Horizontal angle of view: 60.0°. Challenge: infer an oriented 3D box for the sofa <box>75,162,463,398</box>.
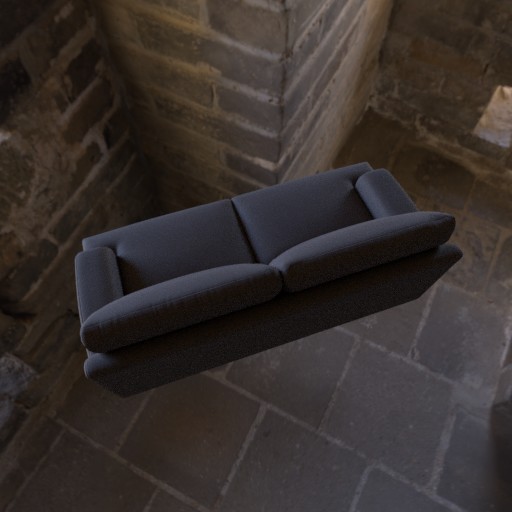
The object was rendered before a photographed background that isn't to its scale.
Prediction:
[{"bbox_3d":[0.000,0.000,2.926,2.271,0.950,1.140,-17,60,-10],"label":"sofa"}]
